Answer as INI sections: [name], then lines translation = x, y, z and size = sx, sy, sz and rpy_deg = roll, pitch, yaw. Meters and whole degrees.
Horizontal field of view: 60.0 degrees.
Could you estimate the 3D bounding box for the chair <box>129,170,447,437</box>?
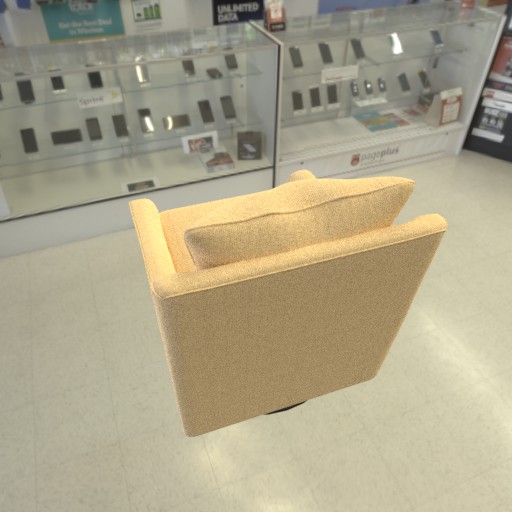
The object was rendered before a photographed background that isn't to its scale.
[chair]
translation = 0.000, 0.000, 1.552
size = 0.760, 0.927, 0.876
rpy_deg = -13, 43, -14
